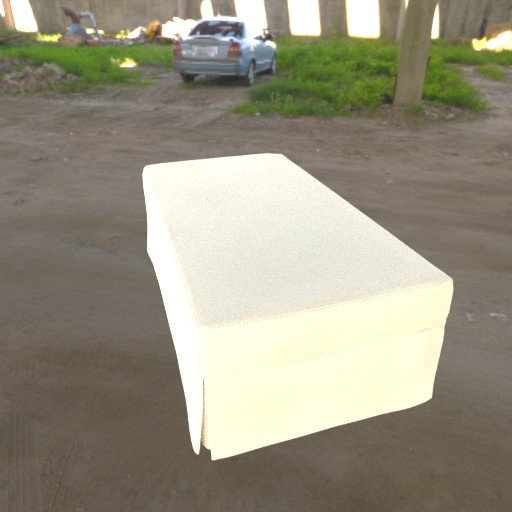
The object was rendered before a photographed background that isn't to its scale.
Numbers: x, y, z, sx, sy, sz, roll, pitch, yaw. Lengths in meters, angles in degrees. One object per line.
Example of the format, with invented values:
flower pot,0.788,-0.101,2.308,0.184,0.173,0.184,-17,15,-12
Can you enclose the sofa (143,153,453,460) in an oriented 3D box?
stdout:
sofa,0.000,0.000,2.134,0.939,0.552,1.677,-9,30,-16
